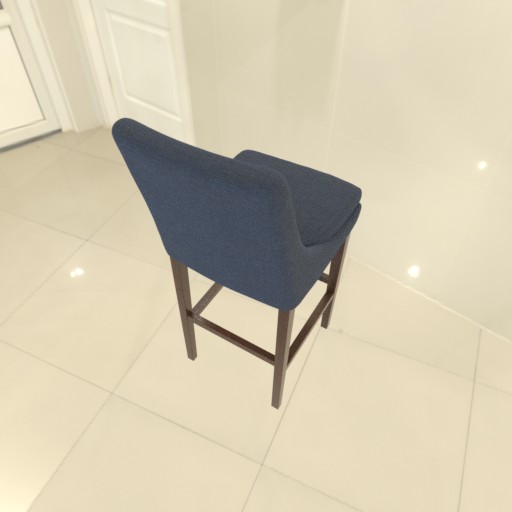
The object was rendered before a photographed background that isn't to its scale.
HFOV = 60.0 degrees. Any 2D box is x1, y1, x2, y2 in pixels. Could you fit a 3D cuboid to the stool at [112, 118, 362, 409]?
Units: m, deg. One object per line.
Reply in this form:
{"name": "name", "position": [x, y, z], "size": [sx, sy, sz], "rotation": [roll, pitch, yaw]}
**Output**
{"name": "stool", "position": [0.000, 0.000, 1.412], "size": [0.470, 1.078, 0.577], "rotation": [24, 51, 21]}
